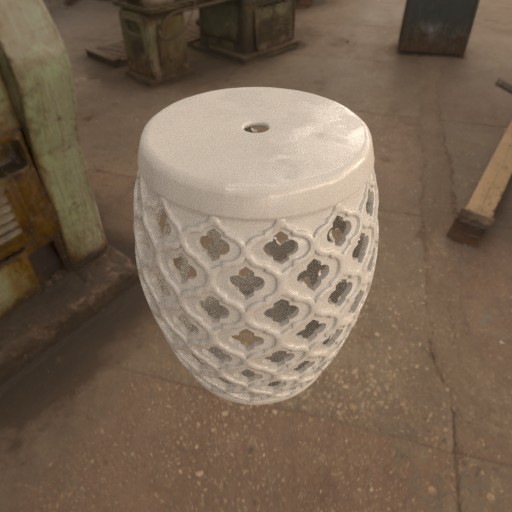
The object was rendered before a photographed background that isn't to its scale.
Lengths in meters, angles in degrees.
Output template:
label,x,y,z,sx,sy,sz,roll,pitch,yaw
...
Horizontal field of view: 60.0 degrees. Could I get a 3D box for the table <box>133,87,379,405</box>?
label,x,y,z,sx,sy,sz,roll,pitch,yaw
table,0.000,0.000,0.629,0.325,0.388,0.325,0,41,0
